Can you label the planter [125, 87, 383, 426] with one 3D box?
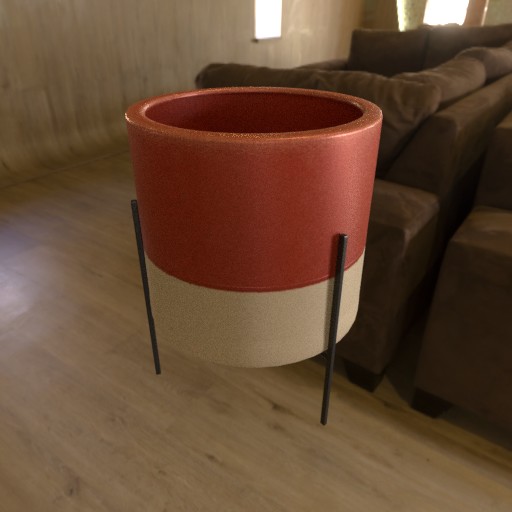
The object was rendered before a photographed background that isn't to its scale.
[{"bbox_3d":[0.000,0.000,0.715,0.345,0.465,0.354,-21,36,-33],"label":"planter"}]
